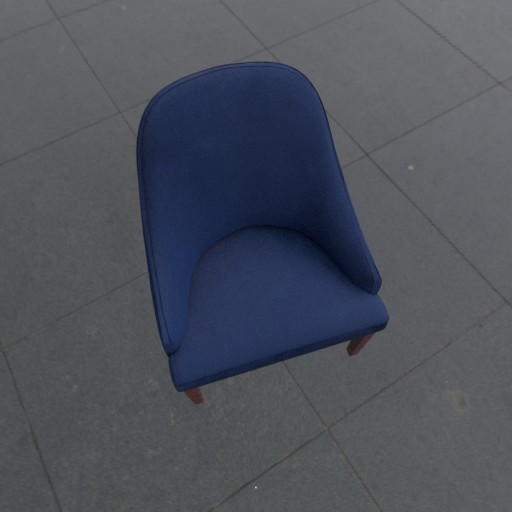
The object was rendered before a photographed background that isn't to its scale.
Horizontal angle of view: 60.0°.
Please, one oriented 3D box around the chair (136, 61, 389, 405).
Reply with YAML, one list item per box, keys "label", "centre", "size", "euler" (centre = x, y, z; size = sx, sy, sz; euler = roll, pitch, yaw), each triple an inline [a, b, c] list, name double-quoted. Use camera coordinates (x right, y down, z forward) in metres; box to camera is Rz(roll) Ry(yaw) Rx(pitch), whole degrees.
- label: "chair"
  centre: [0.000, 0.000, 1.291]
  size: [0.643, 0.889, 0.575]
  euler: [-15, 63, -8]
